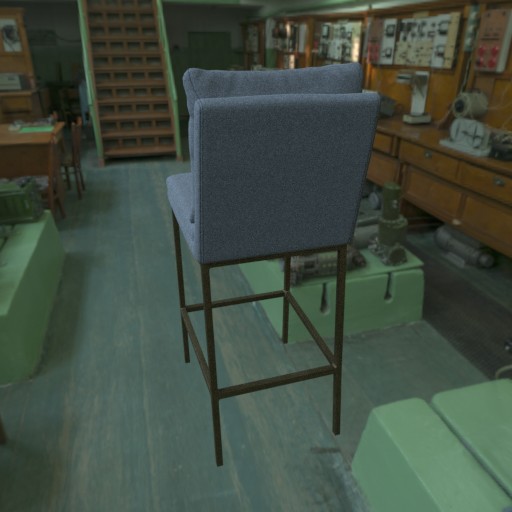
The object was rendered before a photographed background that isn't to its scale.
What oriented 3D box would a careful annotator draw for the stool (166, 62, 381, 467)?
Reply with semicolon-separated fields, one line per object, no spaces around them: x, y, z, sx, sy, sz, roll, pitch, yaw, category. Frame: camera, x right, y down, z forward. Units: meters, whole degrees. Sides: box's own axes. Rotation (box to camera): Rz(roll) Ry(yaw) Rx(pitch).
0.000;0.000;1.399;0.463;1.130;0.569;-8;27;-16;stool
